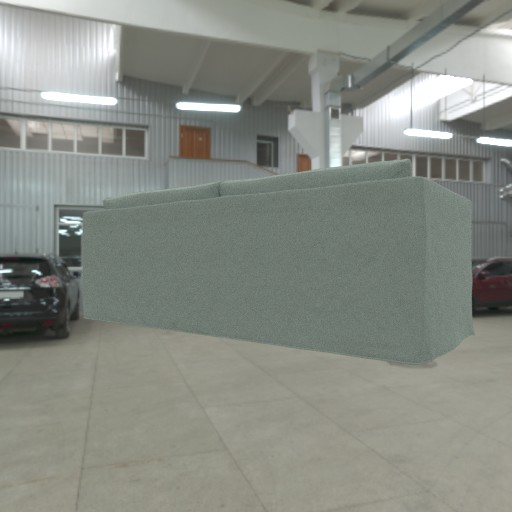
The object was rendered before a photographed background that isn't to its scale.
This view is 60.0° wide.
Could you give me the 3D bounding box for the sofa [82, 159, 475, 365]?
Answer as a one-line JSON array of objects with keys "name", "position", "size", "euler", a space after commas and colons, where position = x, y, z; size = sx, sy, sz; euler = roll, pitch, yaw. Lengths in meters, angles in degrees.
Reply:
[{"name": "sofa", "position": [0.000, 0.000, 2.730], "size": [2.312, 0.853, 0.962], "euler": [0, 0, 36]}]
